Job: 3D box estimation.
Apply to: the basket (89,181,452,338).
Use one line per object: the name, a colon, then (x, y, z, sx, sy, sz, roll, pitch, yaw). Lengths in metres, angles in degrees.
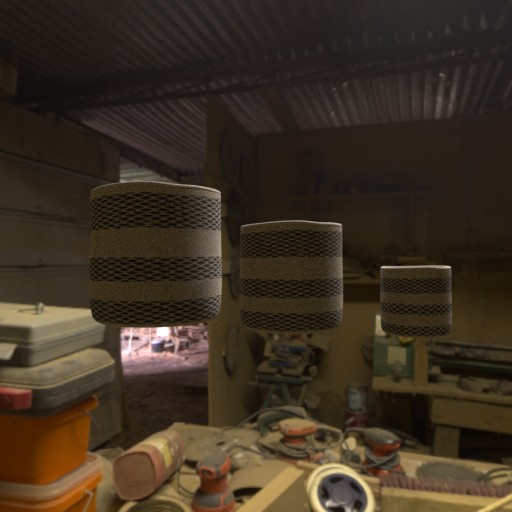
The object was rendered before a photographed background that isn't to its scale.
basket: (0.000, 0.000, 1.130, 0.917, 0.356, 0.351, 0, 0, 18)
